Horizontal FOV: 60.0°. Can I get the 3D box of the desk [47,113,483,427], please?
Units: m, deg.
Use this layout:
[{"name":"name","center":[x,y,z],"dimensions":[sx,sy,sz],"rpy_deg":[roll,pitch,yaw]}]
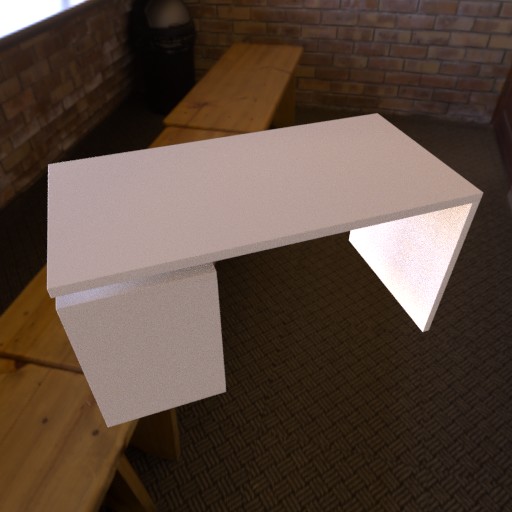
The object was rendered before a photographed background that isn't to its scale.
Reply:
[{"name":"desk","center":[0.000,0.000,1.824],"dimensions":[1.400,0.740,0.690],"rpy_deg":[-13,43,-14]}]
